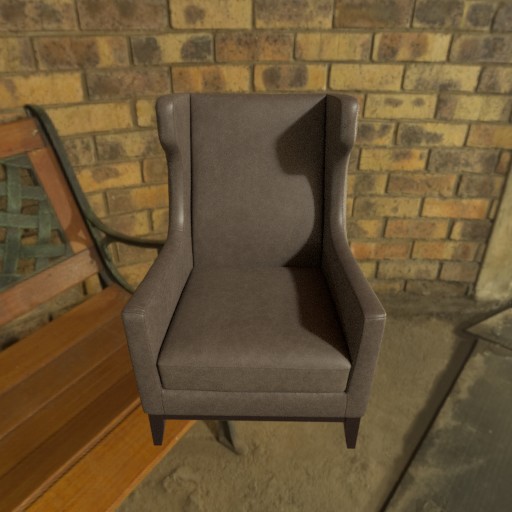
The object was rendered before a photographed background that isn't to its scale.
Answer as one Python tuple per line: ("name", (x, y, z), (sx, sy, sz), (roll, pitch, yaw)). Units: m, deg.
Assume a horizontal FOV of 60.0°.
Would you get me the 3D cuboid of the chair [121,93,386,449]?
("chair", (0.000, 0.000, 1.641), (0.769, 1.079, 0.899), (1, 29, 1))
